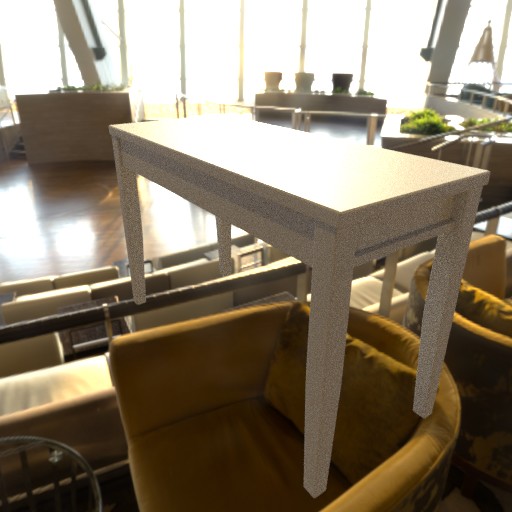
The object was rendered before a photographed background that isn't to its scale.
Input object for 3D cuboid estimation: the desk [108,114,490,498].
[{"bbox_3d":[0.000,0.000,1.537,0.508,0.775,1.220,-17,30,-32],"label":"desk"}]
